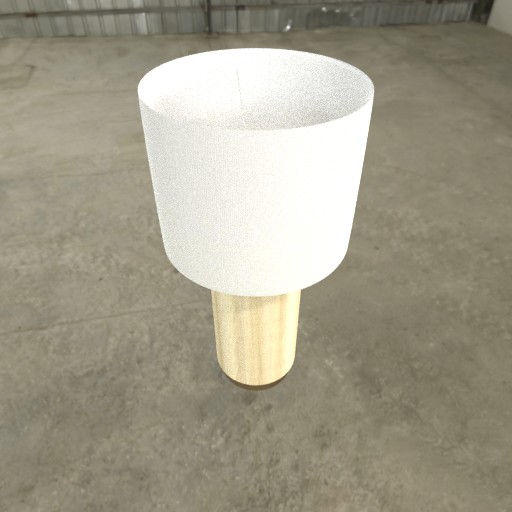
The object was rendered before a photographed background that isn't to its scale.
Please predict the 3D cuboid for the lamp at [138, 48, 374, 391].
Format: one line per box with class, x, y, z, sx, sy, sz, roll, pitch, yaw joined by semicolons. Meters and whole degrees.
lamp;0.000;0.000;0.574;0.228;0.444;0.228;12;41;14
